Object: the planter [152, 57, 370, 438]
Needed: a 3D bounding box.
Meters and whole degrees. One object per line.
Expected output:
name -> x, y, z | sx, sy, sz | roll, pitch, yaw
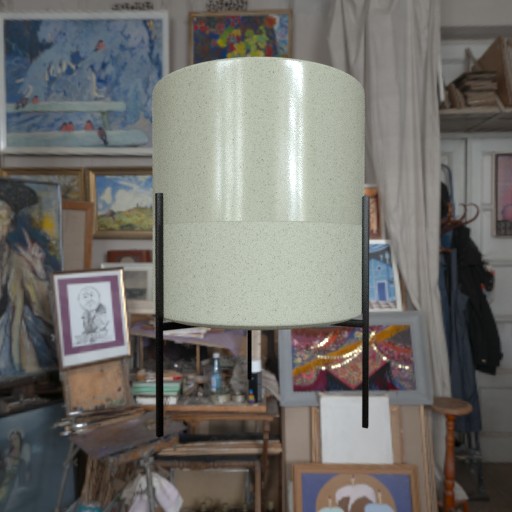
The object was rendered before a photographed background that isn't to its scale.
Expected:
planter -> 0.000, 0.000, 0.675 | 0.323, 0.475, 0.314 | -1, 1, -36
